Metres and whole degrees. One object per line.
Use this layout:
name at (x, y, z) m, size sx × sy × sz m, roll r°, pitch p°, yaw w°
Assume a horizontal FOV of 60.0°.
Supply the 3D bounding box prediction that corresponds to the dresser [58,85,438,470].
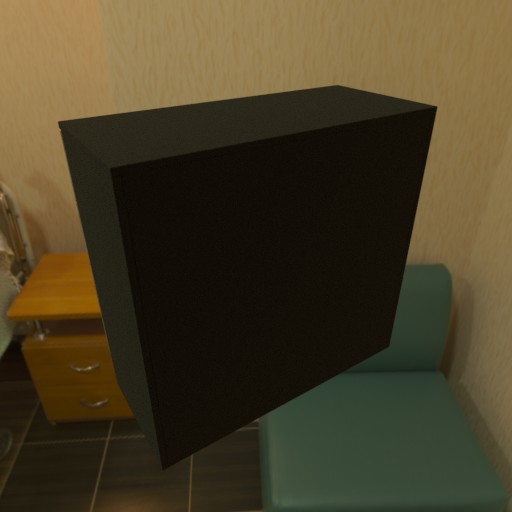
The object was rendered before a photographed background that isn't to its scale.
dresser at (0.000, 0.000, 1.138) m, size 0.750 × 0.720 × 0.360 m, roll -19°, pitch 35°, yaw -28°
